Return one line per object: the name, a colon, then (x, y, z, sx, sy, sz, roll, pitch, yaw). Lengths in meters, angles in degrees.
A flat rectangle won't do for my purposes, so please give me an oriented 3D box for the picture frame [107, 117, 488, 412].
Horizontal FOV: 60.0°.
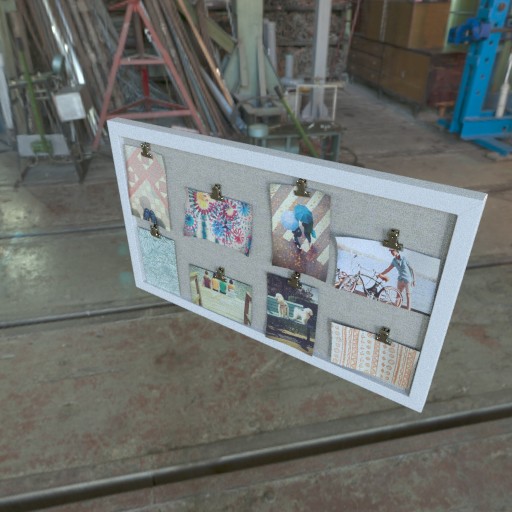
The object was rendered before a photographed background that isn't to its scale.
picture frame: (0.000, 0.000, 0.774, 0.647, 0.379, 0.044, 19, 37, 27)
